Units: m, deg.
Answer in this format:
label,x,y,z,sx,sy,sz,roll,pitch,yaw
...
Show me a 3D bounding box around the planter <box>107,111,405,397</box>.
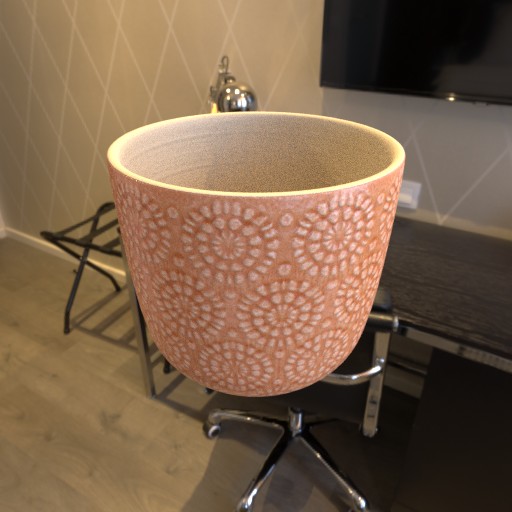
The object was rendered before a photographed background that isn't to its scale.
label,x,y,z,sx,sy,sz,roll,pitch,yaw
planter,0.000,0.000,0.367,0.208,0.190,0.208,0,30,0
